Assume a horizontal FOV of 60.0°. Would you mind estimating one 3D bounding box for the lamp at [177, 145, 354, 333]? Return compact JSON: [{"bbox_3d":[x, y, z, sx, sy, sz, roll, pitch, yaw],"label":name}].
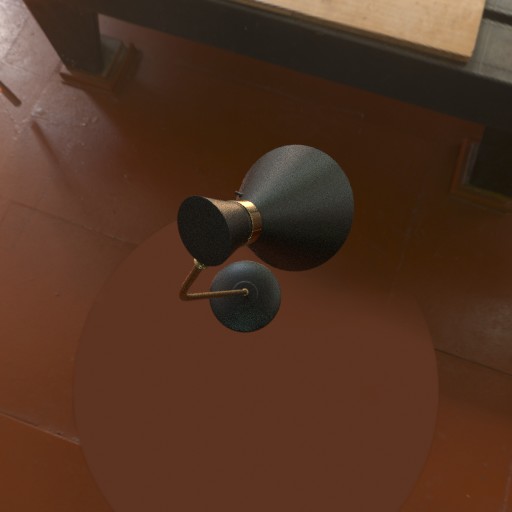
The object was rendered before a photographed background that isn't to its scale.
[{"bbox_3d":[0.000,0.000,0.778,0.292,0.647,0.189,-36,78,-9],"label":"lamp"}]
